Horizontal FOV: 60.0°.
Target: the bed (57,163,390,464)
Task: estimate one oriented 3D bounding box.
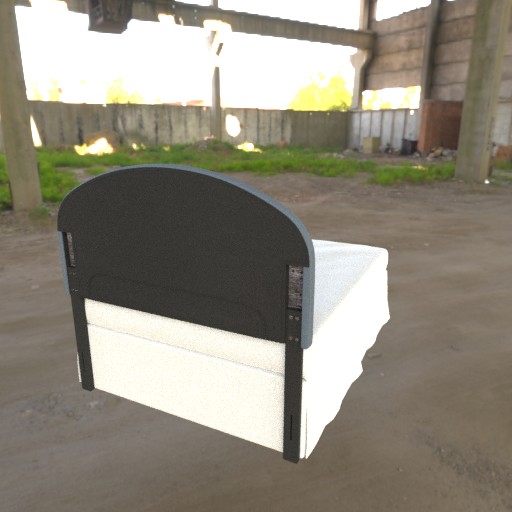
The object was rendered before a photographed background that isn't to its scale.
[{"bbox_3d":[0.000,0.000,3.123,1.607,1.410,2.005,8,18,26],"label":"bed"}]
